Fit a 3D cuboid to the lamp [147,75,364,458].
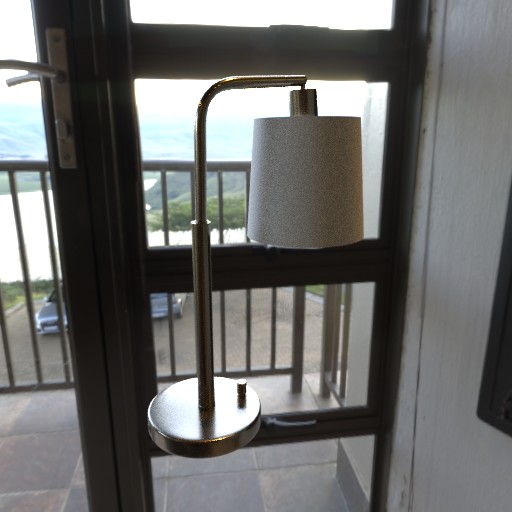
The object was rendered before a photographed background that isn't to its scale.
[{"bbox_3d":[0.000,0.000,0.632,0.333,0.489,0.171,-7,16,-25],"label":"lamp"}]
